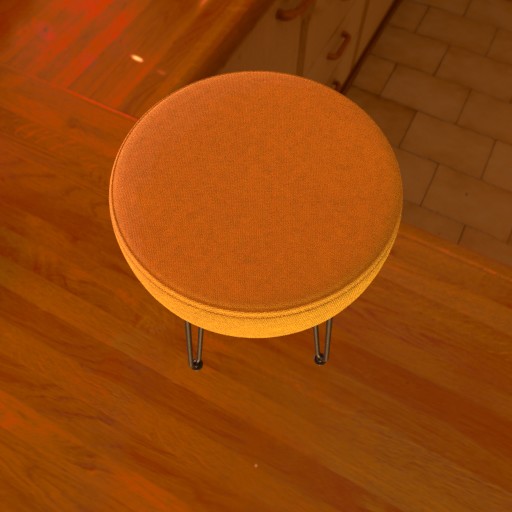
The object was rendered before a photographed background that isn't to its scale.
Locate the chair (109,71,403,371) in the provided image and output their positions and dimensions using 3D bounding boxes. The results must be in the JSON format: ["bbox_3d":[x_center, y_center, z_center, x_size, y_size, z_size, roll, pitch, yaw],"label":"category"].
[{"bbox_3d":[0.000,0.000,0.704,0.345,0.455,0.345,-2,65,-1],"label":"chair"}]
